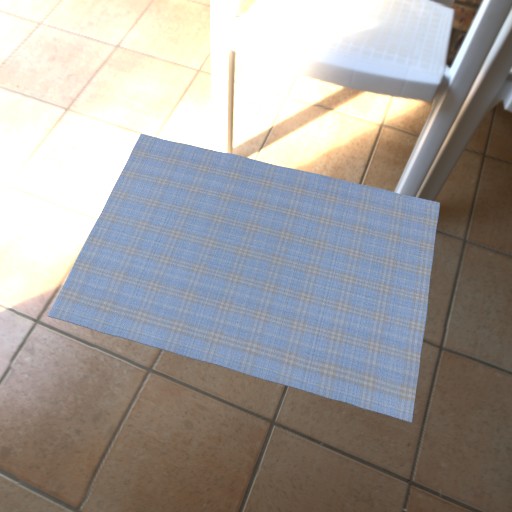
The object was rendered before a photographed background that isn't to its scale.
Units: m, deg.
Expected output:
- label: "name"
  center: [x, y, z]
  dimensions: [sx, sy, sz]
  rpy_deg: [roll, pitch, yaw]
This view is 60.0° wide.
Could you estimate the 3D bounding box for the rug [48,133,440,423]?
- label: "rug"
  center: [0.000, 0.000, 2.371]
  dimensions: [1.835, 0.012, 1.231]
  rpy_deg: [15, 65, 7]
